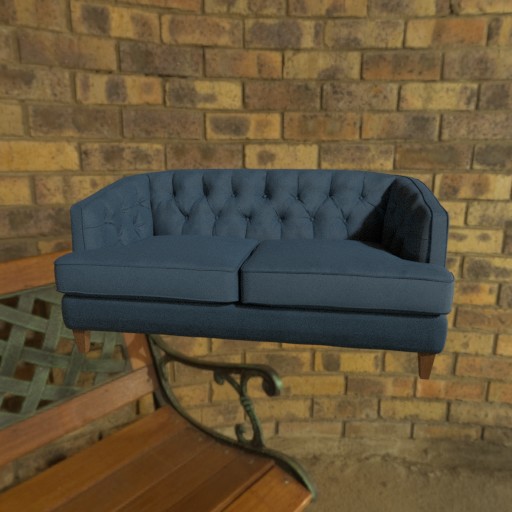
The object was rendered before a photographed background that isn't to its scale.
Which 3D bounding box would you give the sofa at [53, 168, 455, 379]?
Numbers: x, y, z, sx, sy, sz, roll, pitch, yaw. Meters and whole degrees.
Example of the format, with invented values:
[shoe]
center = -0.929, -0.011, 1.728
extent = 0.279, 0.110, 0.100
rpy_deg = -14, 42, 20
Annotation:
[sofa]
center = 0.000, 0.000, 2.276
extent = 1.733, 0.854, 0.941
rpy_deg = 2, 13, 9
